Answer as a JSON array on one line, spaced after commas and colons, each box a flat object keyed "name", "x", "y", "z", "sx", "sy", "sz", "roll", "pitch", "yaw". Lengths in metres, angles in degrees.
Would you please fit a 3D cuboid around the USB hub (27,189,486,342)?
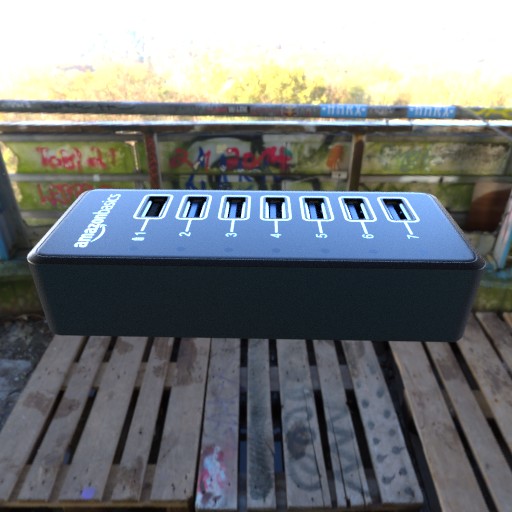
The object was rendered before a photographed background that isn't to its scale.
[{"name": "USB hub", "x": 0.000, "y": 0.000, "z": 0.127, "sx": 0.110, "sy": 0.023, "sz": 0.044, "roll": 1, "pitch": 32, "yaw": 1}]
